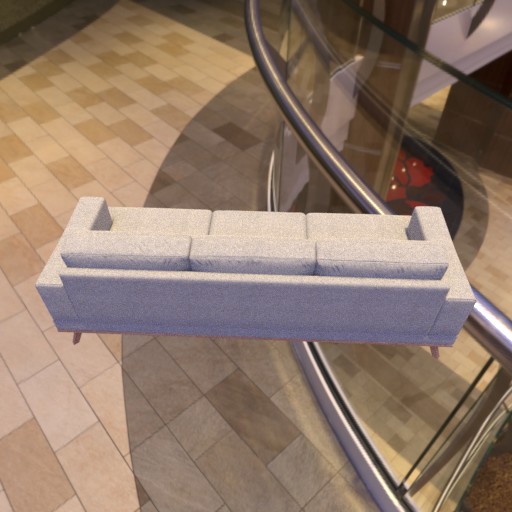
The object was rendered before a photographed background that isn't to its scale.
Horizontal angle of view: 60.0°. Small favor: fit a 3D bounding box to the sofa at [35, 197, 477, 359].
[{"bbox_3d":[0.000,0.000,2.724,2.310,0.810,0.920,2,46,2],"label":"sofa"}]
